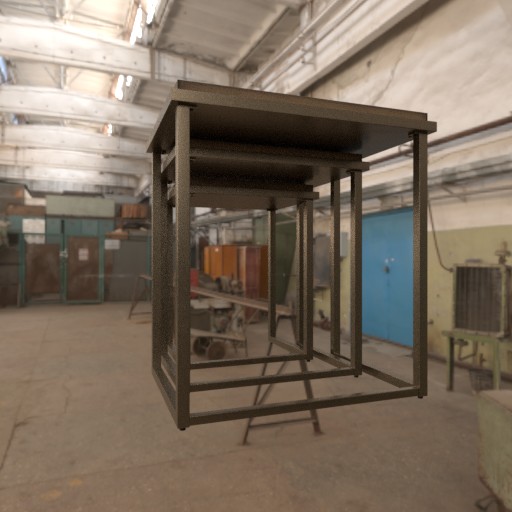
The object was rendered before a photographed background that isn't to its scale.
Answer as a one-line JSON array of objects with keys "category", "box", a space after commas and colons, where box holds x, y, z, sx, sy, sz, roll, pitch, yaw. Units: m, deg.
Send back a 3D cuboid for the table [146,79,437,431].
[{"category": "table", "box": [0.000, 0.000, 1.174, 0.559, 0.610, 0.706, 0, 0, -20]}]
